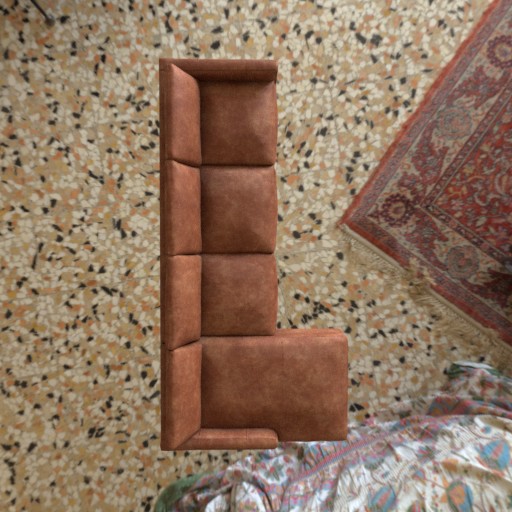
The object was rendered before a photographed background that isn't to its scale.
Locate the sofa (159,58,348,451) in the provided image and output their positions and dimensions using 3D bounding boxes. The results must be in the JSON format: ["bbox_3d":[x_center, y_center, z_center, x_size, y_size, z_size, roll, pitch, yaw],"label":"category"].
[{"bbox_3d":[0.000,0.000,3.574,1.471,0.859,2.993,0,91,0],"label":"sofa"}]
